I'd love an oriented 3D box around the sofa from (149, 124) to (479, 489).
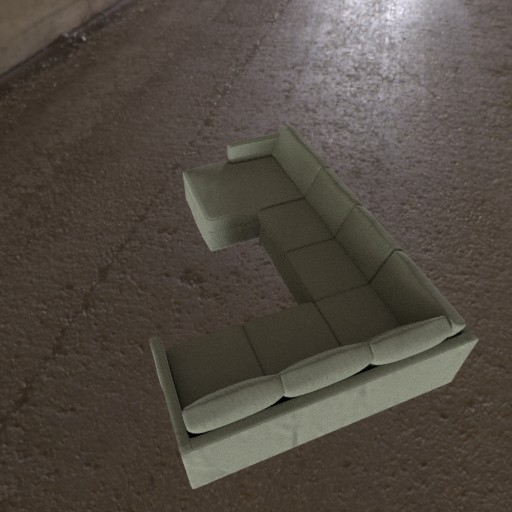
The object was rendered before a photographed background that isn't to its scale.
[{"bbox_3d":[0.000,0.000,4.445,2.440,0.869,3.434,-16,48,-15],"label":"sofa"}]
